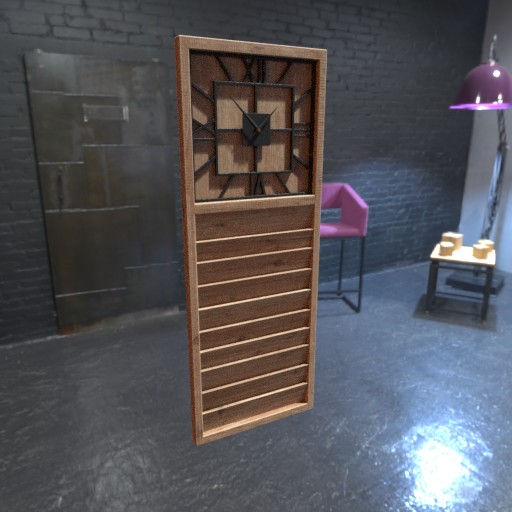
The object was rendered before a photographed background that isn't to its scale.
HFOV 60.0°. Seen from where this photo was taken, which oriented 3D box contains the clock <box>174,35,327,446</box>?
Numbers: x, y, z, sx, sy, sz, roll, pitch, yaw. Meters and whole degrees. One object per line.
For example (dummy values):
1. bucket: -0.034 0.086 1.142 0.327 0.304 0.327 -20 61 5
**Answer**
1. clock: 0.000 0.000 1.102 0.361 0.965 0.030 -8 17 -26
